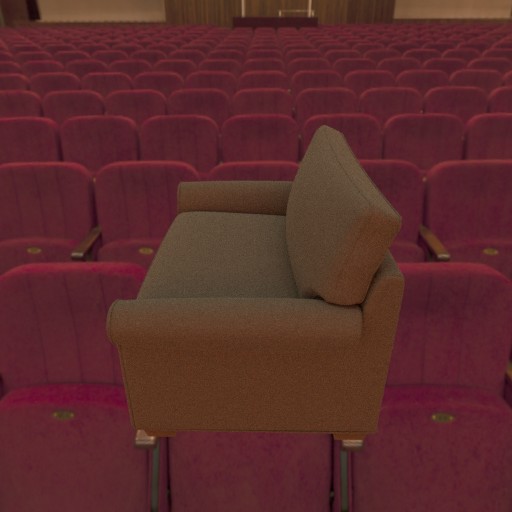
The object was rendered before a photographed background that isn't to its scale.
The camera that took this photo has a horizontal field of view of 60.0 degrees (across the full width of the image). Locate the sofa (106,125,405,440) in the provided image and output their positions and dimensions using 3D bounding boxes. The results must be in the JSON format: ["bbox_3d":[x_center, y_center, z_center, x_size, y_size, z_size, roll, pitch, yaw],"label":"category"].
[{"bbox_3d":[0.000,0.000,2.032,0.940,0.953,1.410,1,27,1],"label":"sofa"}]
